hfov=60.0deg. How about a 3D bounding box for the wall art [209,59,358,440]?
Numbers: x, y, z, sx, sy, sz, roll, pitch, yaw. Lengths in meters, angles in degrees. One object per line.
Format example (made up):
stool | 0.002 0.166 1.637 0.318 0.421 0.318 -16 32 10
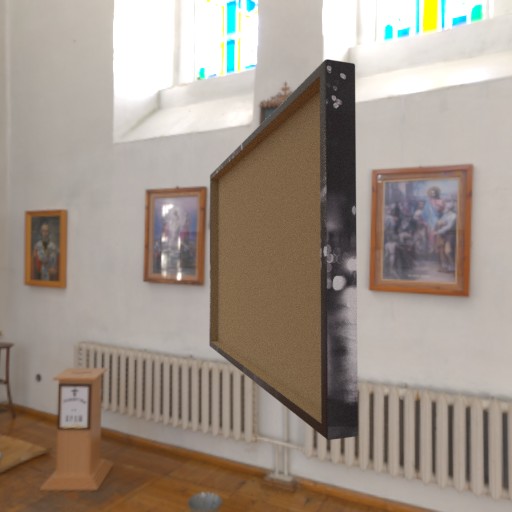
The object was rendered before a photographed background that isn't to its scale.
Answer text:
wall art | 0.000 0.000 0.765 0.037 0.406 0.609 1 -2 -18
